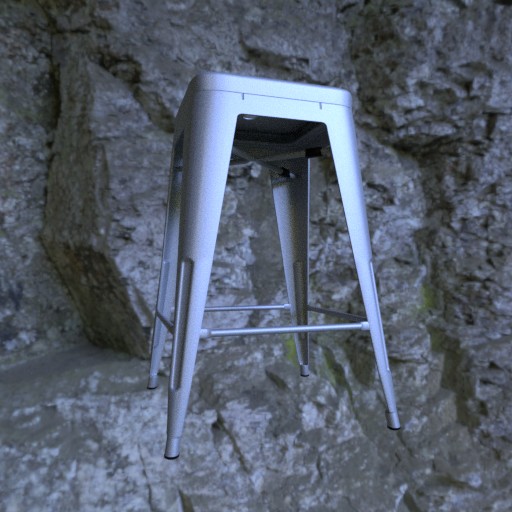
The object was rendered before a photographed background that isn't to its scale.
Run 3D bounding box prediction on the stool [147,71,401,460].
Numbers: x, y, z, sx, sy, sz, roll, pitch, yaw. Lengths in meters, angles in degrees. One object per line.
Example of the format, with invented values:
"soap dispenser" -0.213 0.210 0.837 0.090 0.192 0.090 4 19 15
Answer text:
"stool" 0.000 0.000 0.905 0.406 0.610 0.406 0 -1 -18
